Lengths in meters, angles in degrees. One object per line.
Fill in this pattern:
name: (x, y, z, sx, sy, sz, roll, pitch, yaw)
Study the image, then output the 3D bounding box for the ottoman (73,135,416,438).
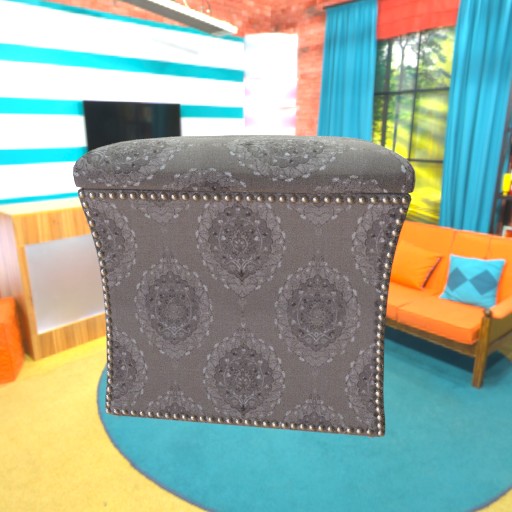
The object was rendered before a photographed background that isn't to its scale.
ottoman: (0.000, 0.000, 0.897, 0.507, 0.473, 0.497, 2, 16, 7)
